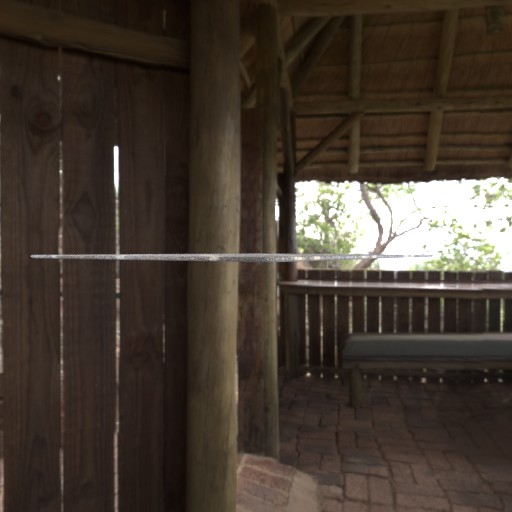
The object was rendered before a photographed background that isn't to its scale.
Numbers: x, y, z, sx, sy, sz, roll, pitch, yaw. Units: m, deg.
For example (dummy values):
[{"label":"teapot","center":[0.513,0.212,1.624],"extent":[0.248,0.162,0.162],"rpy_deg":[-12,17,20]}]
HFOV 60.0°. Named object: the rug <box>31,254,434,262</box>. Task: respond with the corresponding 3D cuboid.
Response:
[{"label":"rug","center":[0.000,0.000,4.111],"extent":[2.399,0.026,3.000],"rpy_deg":[0,1,37]}]
